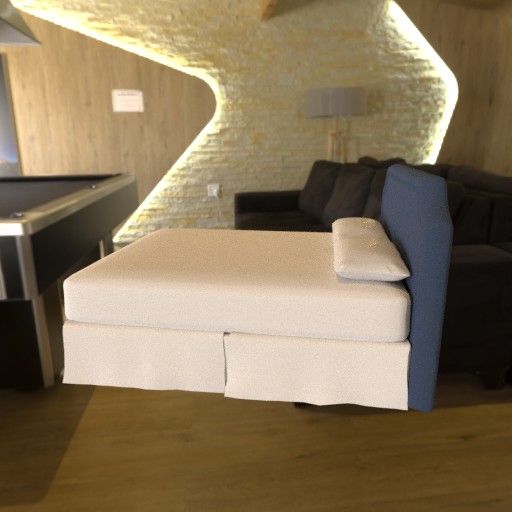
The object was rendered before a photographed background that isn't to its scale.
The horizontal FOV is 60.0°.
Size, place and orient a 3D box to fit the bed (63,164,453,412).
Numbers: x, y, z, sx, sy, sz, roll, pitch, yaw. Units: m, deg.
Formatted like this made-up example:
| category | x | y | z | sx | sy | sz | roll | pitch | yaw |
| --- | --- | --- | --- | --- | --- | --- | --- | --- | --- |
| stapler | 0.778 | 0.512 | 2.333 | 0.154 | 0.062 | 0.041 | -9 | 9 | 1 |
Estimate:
| category | x | y | z | sx | sy | sz | roll | pitch | yaw |
| --- | --- | --- | --- | --- | --- | --- | --- | --- | --- |
| bed | 0.000 | 0.000 | 3.305 | 2.260 | 1.297 | 1.831 | 2 | 15 | 8 |
